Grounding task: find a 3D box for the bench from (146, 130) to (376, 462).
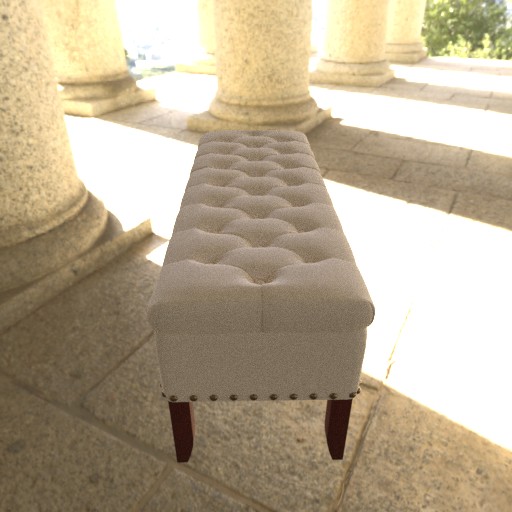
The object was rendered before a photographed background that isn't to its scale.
[{"bbox_3d":[0.000,0.000,1.296,0.400,0.470,1.054,-1,31,-1],"label":"bench"}]
